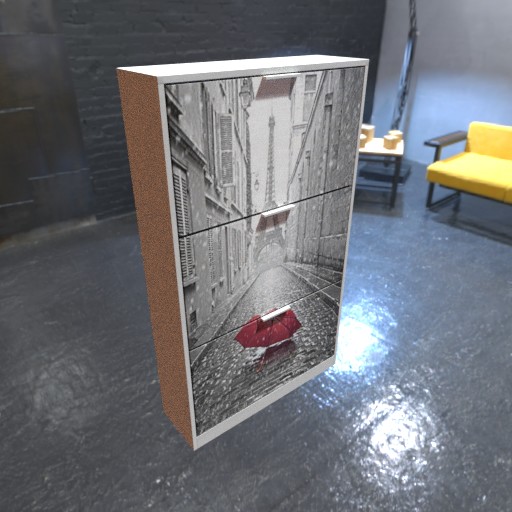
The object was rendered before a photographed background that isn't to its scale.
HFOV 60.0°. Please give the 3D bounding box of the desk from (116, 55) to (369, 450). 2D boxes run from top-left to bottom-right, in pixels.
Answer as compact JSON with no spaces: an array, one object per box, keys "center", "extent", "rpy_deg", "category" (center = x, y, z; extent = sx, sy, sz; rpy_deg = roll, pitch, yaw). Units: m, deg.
[{"center":[0.000,0.000,1.600],"extent":[0.750,1.280,0.250],"rpy_deg":[-20,34,-33],"category":"desk"}]
